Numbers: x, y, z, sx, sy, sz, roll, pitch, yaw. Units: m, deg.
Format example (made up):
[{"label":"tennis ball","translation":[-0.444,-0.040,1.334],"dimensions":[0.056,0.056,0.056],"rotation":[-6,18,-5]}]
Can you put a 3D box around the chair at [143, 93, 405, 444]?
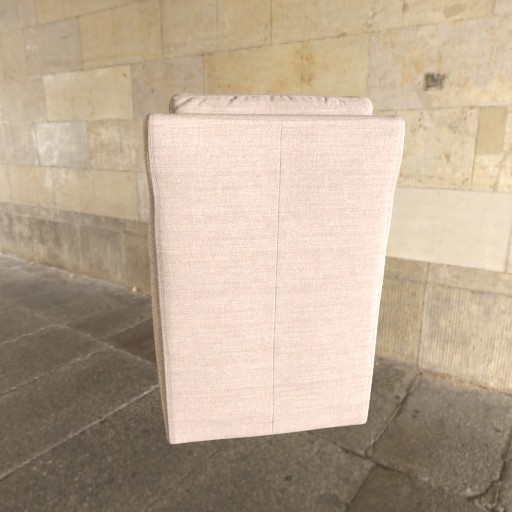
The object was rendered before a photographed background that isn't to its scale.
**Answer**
[{"label":"chair","translation":[0.000,0.000,1.385],"dimensions":[0.626,0.914,0.694],"rotation":[-2,15,-9]}]
